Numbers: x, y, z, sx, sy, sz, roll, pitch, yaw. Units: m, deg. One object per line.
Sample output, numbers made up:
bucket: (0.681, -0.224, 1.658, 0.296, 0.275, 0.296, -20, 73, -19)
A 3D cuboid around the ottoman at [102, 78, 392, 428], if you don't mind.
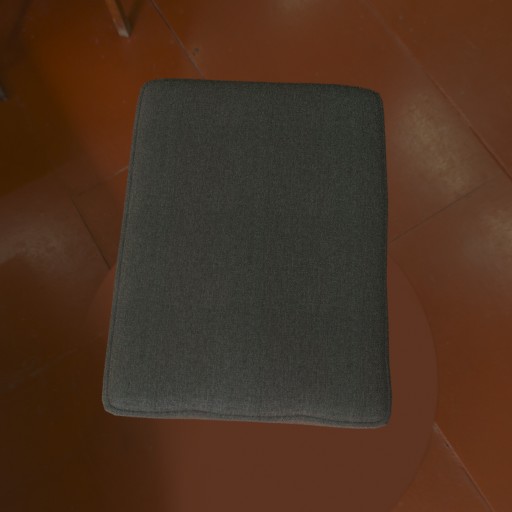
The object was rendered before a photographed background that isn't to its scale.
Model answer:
ottoman: (0.000, 0.000, 1.208, 0.639, 0.496, 0.826, 3, 76, 1)
